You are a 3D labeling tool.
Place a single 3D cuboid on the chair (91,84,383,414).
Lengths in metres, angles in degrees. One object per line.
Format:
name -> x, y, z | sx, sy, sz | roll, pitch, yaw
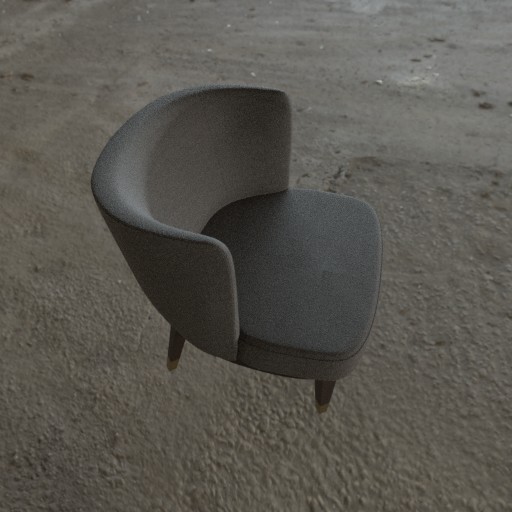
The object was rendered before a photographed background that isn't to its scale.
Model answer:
chair -> 0.000, 0.000, 1.259 | 0.698, 0.695, 0.639 | 11, 48, 10
